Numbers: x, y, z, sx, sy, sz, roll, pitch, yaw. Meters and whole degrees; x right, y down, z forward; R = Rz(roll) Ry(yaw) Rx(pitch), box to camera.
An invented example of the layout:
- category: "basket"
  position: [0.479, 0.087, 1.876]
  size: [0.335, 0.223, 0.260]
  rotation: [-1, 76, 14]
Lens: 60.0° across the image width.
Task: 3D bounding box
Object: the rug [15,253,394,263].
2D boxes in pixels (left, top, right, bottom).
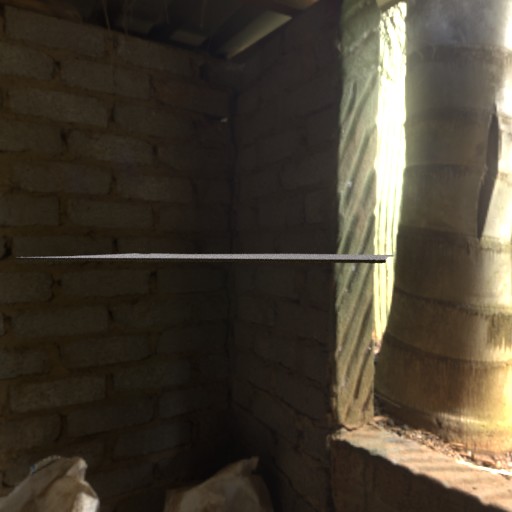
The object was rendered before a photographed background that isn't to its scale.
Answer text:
- category: "rug"
  position: [0.000, 0.000, 4.155]
  size: [2.434, 0.045, 3.202]
  rotation: [0, 1, 18]
